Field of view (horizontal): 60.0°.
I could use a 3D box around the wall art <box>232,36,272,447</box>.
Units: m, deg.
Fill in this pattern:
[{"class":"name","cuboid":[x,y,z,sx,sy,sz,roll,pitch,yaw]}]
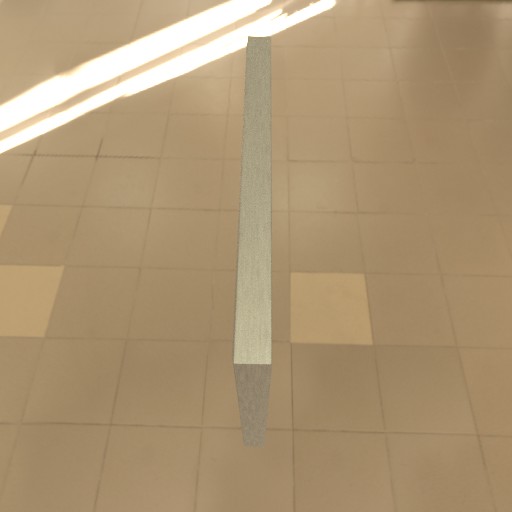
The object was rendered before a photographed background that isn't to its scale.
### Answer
[{"class":"wall art","cuboid":[0.000,0.000,0.540,0.028,0.330,0.380,1,58,0]}]
